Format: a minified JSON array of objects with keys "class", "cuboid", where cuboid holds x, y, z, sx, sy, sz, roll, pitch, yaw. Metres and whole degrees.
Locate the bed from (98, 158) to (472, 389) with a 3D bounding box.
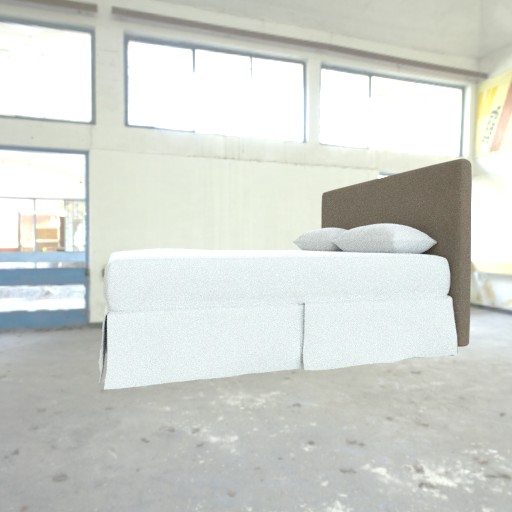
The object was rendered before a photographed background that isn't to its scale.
[{"class":"bed","cuboid":[0.000,0.000,3.527,2.341,1.317,2.119,0,2,-17]}]
